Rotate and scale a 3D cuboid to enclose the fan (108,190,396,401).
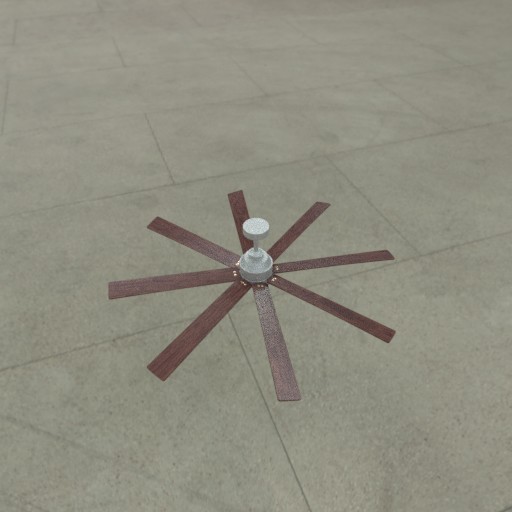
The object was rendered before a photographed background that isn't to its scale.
[{"bbox_3d":[0.000,0.000,2.736,1.830,0.472,1.830,25,48,25],"label":"fan"}]
